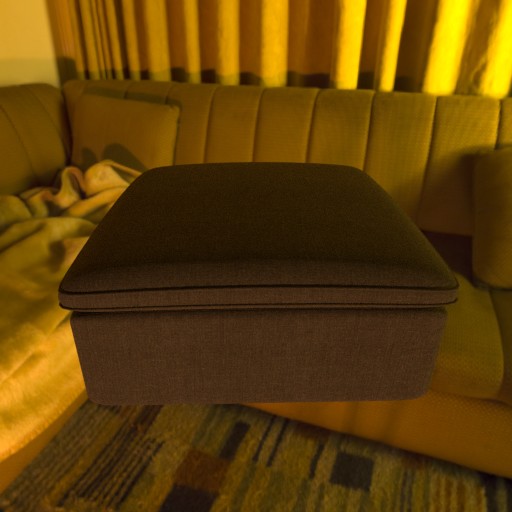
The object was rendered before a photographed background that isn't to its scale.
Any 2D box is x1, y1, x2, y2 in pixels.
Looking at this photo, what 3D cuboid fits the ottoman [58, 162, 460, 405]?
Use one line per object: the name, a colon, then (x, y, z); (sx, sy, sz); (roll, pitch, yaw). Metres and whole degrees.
ottoman: (0.000, 0.000, 1.663); (1.067, 0.559, 1.067); (-1, 27, -1)
